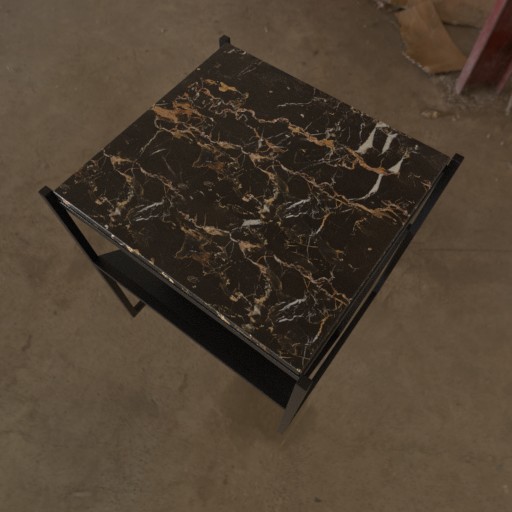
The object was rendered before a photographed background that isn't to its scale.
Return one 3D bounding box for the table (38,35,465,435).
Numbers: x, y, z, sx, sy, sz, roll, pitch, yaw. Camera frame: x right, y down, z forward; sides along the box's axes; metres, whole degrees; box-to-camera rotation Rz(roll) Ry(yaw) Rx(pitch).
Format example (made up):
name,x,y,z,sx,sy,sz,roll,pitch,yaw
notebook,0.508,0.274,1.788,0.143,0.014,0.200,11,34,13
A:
name,x,y,z,sx,sy,sz,roll,pitch,yaw
table,0.000,0.000,0.894,0.469,0.534,0.432,34,68,16
